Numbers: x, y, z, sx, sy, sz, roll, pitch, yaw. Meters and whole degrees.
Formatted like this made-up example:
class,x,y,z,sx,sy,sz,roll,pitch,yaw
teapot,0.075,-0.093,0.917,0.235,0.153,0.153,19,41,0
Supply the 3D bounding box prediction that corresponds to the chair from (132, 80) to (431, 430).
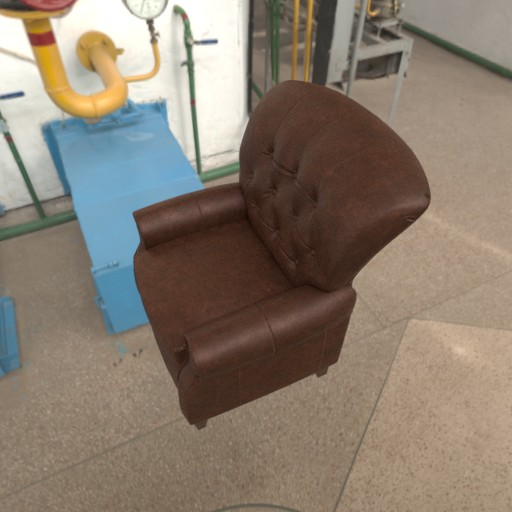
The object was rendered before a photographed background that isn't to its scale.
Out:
class,x,y,z,sx,sy,sz,roll,pitch,yaw
chair,0.000,0.000,1.939,1.031,1.162,0.979,-18,48,-17
